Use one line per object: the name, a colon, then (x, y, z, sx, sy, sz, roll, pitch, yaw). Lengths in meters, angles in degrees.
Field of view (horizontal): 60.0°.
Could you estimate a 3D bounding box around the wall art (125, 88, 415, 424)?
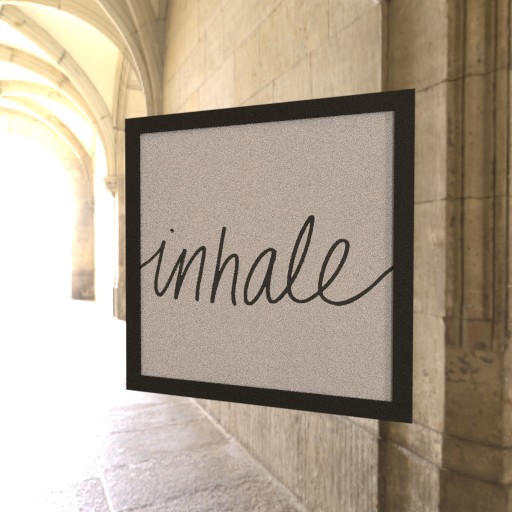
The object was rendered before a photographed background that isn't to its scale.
wall art: (0.000, 0.000, 0.531, 0.356, 0.356, 0.013, 0, 1, 18)
